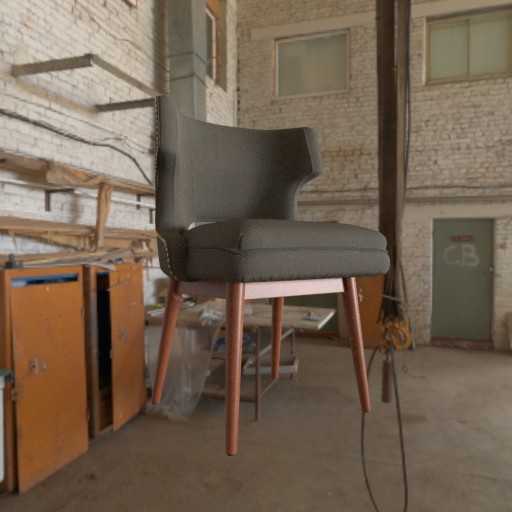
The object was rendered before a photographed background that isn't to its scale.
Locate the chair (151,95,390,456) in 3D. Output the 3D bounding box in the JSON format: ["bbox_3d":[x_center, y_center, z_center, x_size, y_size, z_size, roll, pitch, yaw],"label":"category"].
[{"bbox_3d":[0.000,0.000,1.264,0.595,0.863,0.581,-1,1,-36],"label":"chair"}]
